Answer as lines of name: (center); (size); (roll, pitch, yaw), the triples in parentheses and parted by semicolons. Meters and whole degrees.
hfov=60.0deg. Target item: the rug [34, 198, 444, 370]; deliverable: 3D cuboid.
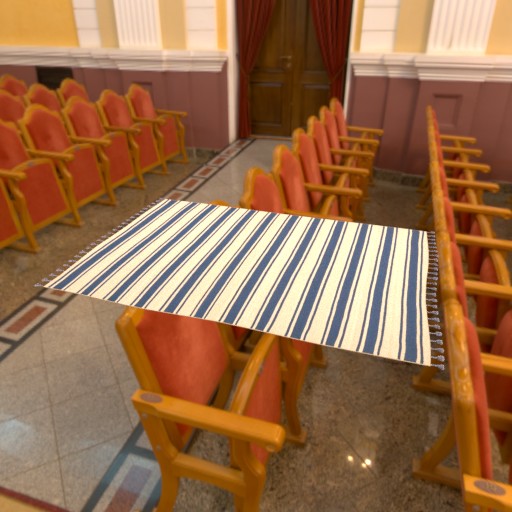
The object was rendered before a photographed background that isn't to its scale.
rug: (0.000, 0.000, 2.960); (2.315, 0.010, 1.544); (9, 29, 16)
